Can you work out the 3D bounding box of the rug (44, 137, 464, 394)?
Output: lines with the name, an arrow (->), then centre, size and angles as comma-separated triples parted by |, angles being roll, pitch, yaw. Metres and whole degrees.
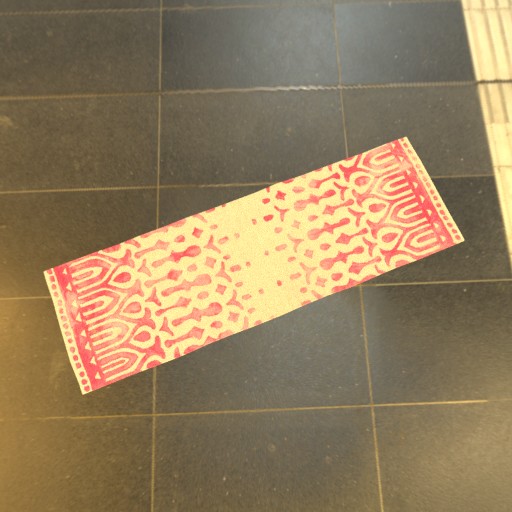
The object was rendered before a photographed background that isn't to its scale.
rug -> 0.000, 0.000, 2.704 | 2.458, 0.011, 0.787 | -21, 77, -5
